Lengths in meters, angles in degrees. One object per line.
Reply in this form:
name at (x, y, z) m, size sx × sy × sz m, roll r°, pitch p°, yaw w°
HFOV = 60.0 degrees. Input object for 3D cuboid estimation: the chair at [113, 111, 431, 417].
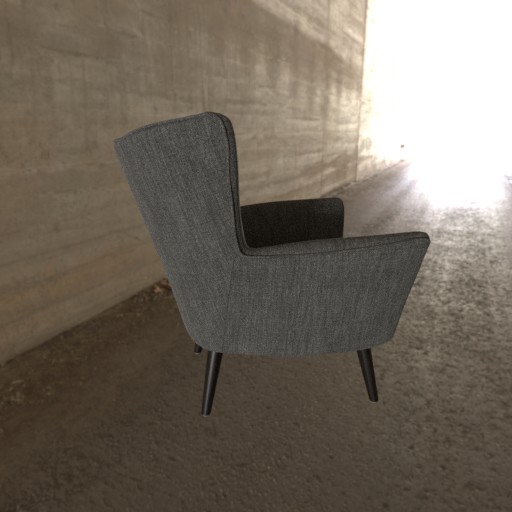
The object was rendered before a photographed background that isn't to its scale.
chair at (0.000, 0.000, 1.547) m, size 0.888 × 0.933 × 0.781 m, roll -3°, pitch 16°, yaw -10°
